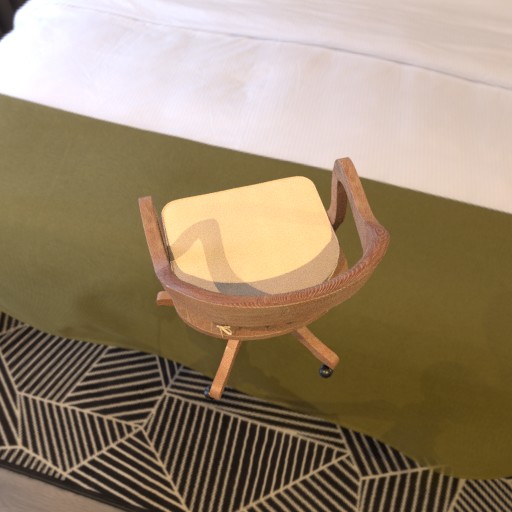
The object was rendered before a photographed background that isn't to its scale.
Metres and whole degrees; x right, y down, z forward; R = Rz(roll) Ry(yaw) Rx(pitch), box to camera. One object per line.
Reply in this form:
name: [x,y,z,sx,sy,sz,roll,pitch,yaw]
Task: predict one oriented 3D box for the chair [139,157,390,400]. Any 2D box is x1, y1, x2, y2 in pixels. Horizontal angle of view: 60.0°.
chair: [0.000,0.000,1.433,0.750,0.878,0.788,-13,58,-8]
